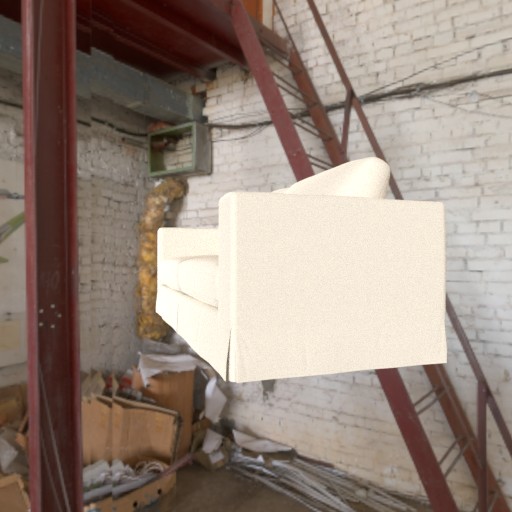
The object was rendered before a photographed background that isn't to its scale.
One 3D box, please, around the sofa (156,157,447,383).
[{"bbox_3d":[0.000,0.000,2.683,0.954,0.881,2.163,0,0,-19],"label":"sofa"}]
